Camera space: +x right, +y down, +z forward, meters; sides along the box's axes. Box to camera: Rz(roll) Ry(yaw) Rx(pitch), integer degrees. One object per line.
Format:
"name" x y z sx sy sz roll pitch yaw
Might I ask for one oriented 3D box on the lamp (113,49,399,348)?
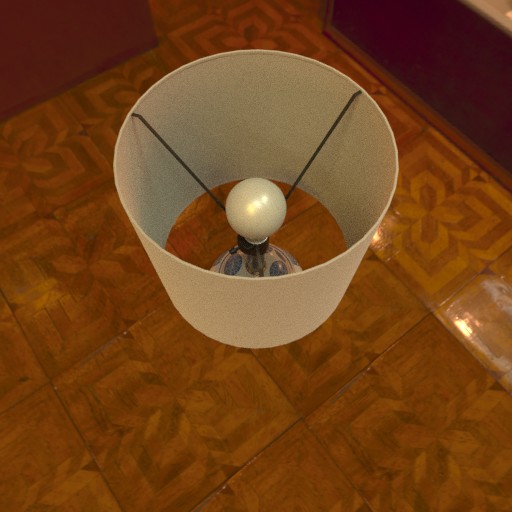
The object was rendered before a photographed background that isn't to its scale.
"lamp" 0.000 0.000 0.509 0.215 0.381 0.215 -32 69 -14
